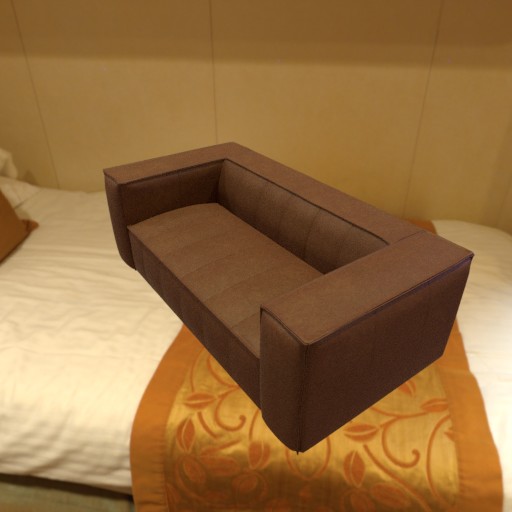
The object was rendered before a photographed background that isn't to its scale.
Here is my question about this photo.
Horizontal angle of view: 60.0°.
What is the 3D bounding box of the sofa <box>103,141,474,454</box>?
[{"bbox_3d":[0.000,0.000,2.657,1.102,0.703,2.088,-21,38,-30],"label":"sofa"}]
